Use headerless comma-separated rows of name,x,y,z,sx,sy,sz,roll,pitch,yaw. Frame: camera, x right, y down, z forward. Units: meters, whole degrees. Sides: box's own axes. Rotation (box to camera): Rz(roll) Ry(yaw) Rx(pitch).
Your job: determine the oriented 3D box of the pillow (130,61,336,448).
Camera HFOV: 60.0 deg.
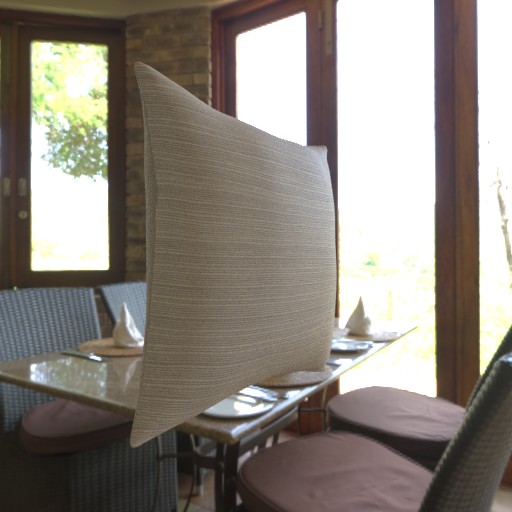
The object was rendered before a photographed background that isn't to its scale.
pillow,0.000,0.000,0.764,0.204,0.497,0.512,0,-1,37
